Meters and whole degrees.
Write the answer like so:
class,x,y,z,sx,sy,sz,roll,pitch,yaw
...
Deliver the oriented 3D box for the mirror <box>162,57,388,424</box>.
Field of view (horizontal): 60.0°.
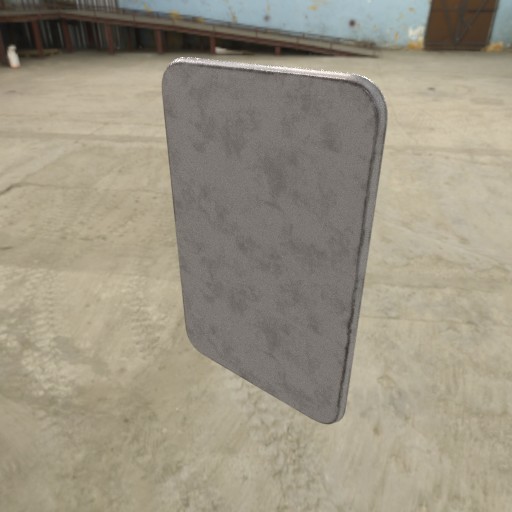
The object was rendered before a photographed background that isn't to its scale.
class,x,y,z,sx,sy,sz,roll,pitch,yaw
mirror,0.000,0.000,0.892,0.461,0.713,0.024,21,36,32
